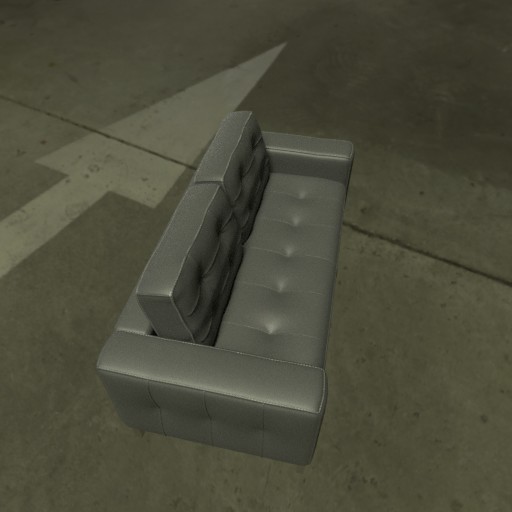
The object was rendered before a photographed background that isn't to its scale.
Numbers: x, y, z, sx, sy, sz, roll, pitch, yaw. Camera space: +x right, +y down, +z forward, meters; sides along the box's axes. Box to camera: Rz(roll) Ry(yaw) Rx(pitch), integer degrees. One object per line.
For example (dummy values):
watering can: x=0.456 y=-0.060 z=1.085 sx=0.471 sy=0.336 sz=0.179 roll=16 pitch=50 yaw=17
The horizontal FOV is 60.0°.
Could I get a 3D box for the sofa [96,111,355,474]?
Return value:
sofa: x=0.000 y=0.000 z=2.214 sx=0.833 sy=0.892 sz=1.726 roll=9 pitch=47 yaw=8
